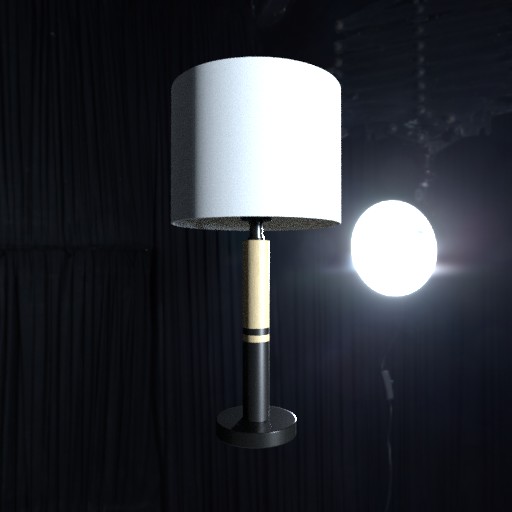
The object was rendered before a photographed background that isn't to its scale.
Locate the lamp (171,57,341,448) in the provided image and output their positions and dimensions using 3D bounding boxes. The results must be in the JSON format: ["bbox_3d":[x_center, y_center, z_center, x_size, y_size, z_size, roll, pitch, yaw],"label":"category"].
[{"bbox_3d":[0.000,0.000,0.809,0.305,0.640,0.305,0,-1,-17],"label":"lamp"}]
